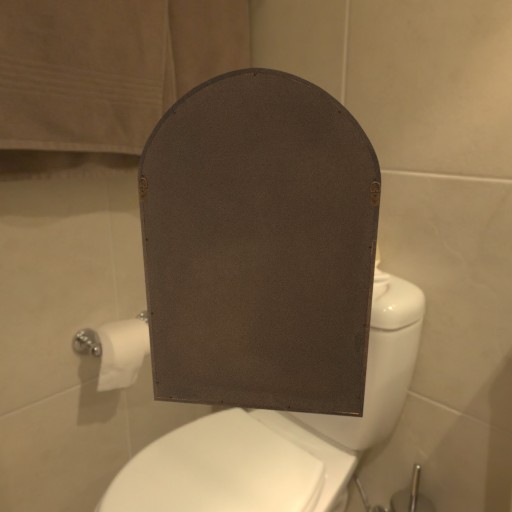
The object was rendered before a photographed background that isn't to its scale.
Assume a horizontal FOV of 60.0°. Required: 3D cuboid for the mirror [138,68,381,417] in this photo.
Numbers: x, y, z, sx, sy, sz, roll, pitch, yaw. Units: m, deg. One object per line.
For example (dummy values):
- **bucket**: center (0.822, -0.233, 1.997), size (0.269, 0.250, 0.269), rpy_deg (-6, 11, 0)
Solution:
- **mirror**: center (0.000, 0.000, 1.167), size (0.609, 0.915, 0.032), rpy_deg (2, 17, 7)
